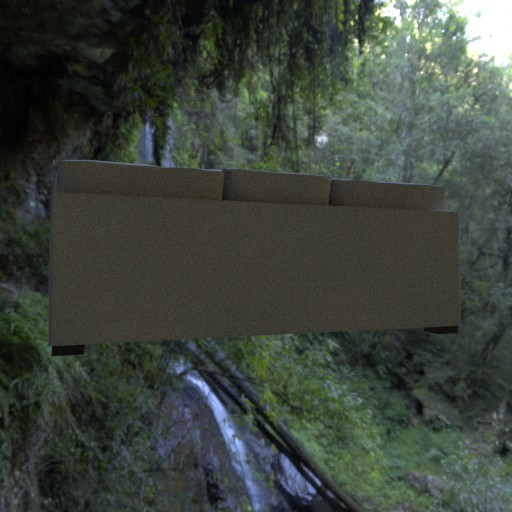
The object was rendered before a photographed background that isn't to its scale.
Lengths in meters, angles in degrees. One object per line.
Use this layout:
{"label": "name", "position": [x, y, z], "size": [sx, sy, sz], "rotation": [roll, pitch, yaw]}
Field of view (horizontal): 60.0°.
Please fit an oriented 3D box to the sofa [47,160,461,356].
{"label": "sofa", "position": [0.000, 0.000, 2.569], "size": [2.088, 0.862, 0.935], "rotation": [1, -2, -18]}
